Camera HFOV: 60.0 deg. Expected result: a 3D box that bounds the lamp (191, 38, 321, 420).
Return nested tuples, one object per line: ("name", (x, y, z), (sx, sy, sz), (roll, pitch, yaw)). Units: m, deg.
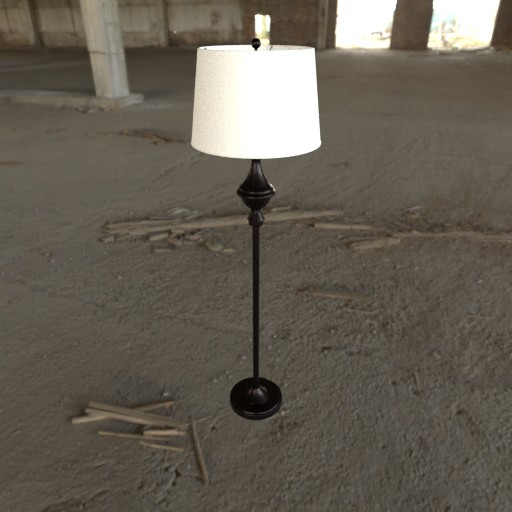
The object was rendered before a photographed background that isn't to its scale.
("lamp", (0.000, 0.000, 1.681), (0.431, 1.484, 0.431), (0, 28, 0))
